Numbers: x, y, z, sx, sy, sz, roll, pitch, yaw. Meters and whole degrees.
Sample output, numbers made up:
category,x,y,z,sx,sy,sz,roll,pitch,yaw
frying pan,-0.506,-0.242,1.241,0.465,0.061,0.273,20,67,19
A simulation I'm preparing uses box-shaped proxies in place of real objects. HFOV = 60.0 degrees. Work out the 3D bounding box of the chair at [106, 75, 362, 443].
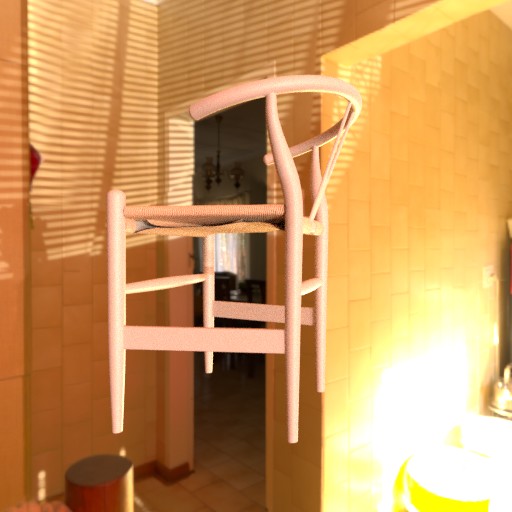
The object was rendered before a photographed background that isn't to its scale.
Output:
category,x,y,z,sx,sy,sz,roll,pitch,yaw
chair,0.000,0.000,1.081,0.500,0.736,0.533,0,1,18
